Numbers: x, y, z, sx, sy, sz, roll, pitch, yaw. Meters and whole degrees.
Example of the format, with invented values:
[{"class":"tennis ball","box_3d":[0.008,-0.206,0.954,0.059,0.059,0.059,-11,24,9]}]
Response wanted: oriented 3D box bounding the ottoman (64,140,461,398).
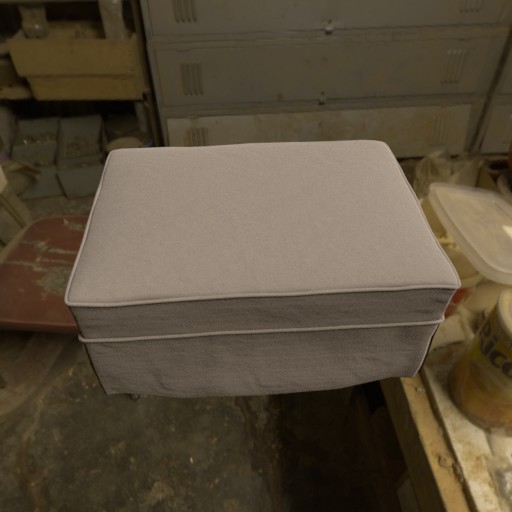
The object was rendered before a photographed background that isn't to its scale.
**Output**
[{"class":"ottoman","box_3d":[0.000,0.000,1.348,0.944,0.479,0.703,-3,45,-3]}]
